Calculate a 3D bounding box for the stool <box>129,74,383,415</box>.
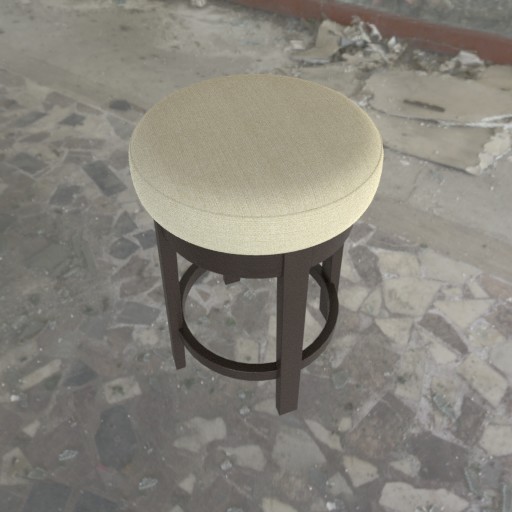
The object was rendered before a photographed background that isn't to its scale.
[{"bbox_3d":[0.000,0.000,0.964,0.449,0.655,0.449,0,47,0],"label":"stool"}]
